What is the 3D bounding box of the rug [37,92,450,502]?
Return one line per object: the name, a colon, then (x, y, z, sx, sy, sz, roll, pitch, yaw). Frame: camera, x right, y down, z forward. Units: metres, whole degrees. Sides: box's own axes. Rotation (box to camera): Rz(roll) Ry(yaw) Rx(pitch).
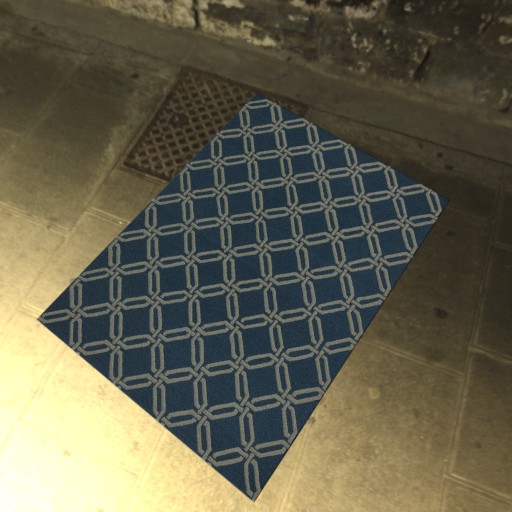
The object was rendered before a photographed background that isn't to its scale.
rug: (0.000, 0.000, 4.232, 2.432, 0.018, 3.342, 34, 70, 14)
